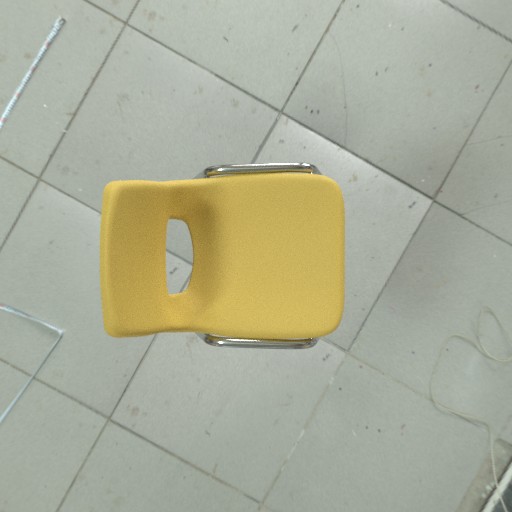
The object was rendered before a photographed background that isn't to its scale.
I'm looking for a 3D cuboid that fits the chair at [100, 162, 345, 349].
[{"bbox_3d":[0.000,0.000,0.922,0.436,0.653,0.381,0,91,-1],"label":"chair"}]
